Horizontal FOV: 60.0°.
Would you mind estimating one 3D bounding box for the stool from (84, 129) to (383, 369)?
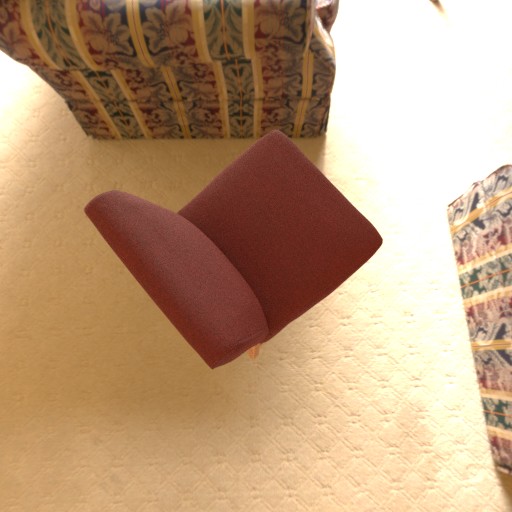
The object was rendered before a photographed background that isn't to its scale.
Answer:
[{"bbox_3d":[0.000,0.000,1.350,0.562,1.038,0.468,-40,79,-9],"label":"stool"}]
